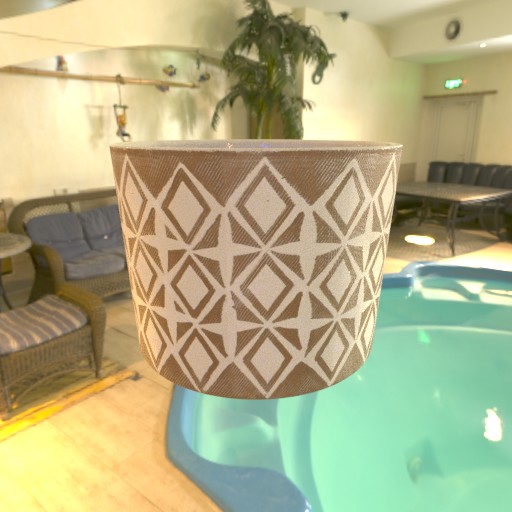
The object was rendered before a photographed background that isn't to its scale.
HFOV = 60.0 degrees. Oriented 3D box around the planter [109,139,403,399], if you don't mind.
[{"bbox_3d":[0.000,0.000,0.442,0.260,0.220,0.260,0,16,0],"label":"planter"}]
